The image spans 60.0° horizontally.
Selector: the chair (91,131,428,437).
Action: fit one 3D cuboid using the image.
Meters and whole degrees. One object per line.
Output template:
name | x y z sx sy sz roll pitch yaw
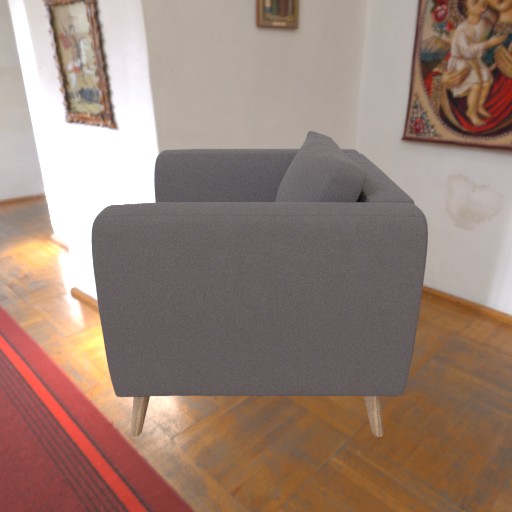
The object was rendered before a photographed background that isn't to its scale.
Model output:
chair | 0.000 0.000 1.702 0.930 0.860 1.000 0 24 0
